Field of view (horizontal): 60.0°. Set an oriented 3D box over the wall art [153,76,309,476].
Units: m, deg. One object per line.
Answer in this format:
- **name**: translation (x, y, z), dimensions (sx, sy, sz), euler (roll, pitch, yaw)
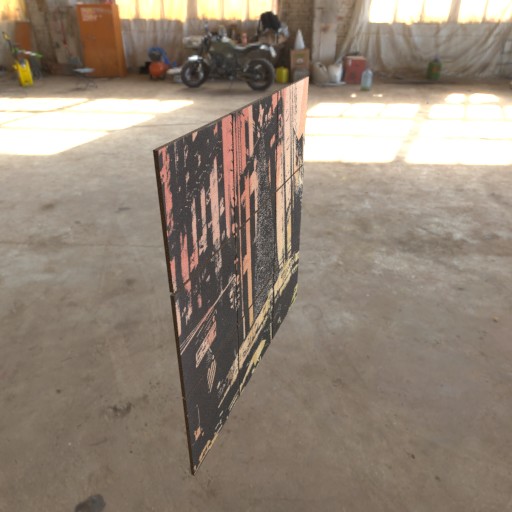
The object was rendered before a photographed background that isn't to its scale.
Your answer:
- **wall art**: translation (0.000, 0.000, 1.812), dimensions (0.013, 1.216, 1.216), euler (12, 32, 19)
